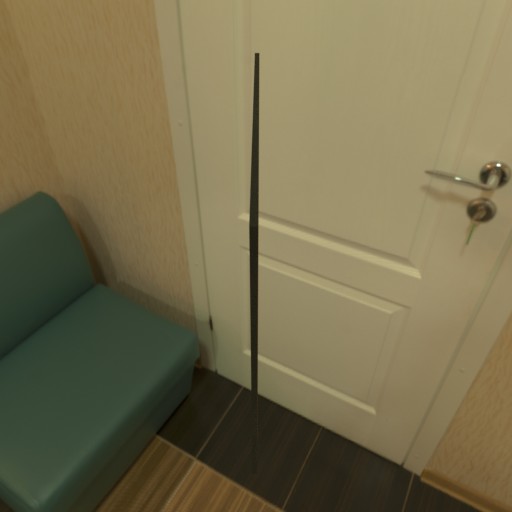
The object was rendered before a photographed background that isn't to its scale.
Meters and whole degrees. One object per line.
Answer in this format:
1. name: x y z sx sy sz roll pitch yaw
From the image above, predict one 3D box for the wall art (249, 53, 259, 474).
1. wall art: 0.000 0.000 1.224 0.013 0.823 0.823 0 41 0
